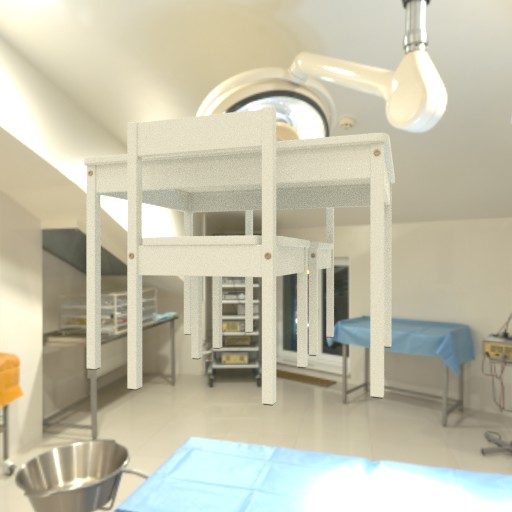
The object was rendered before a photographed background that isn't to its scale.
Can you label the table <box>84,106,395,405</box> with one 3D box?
[{"bbox_3d":[0.000,0.000,1.104,0.650,0.503,0.672,0,0,19],"label":"table"}]
